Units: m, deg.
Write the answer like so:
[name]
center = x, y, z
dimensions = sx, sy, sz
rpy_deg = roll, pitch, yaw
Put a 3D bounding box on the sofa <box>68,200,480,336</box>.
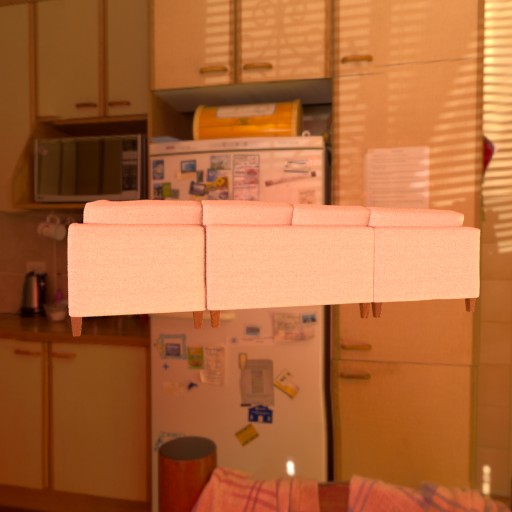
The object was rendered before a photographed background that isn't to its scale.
[sofa]
center = 0.000, 0.000, 4.652
dimensions = 3.460, 0.961, 2.594
rpy_deg = -1, 2, -18
